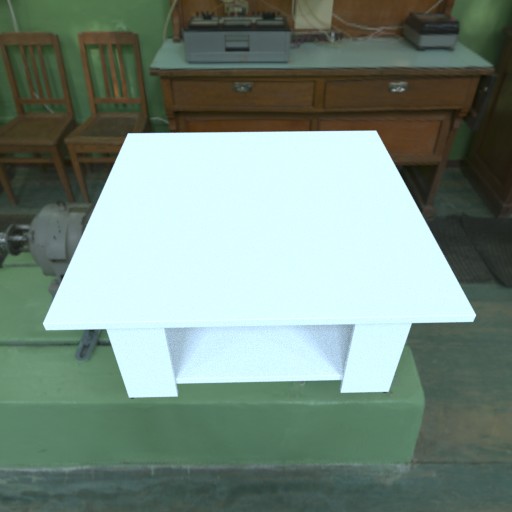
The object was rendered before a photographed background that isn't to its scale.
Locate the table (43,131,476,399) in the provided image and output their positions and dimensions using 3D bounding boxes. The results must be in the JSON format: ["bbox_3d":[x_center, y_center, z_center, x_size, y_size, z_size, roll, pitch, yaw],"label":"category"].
[{"bbox_3d":[0.000,0.000,1.040,0.670,0.305,0.670,-1,40,-1],"label":"table"}]
